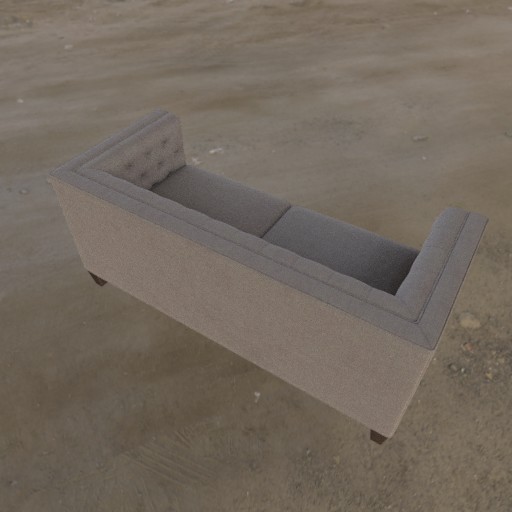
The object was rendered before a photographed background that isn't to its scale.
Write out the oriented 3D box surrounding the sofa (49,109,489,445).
[{"bbox_3d":[0.000,0.000,2.176,1.778,0.762,0.775,24,50,22],"label":"sofa"}]
